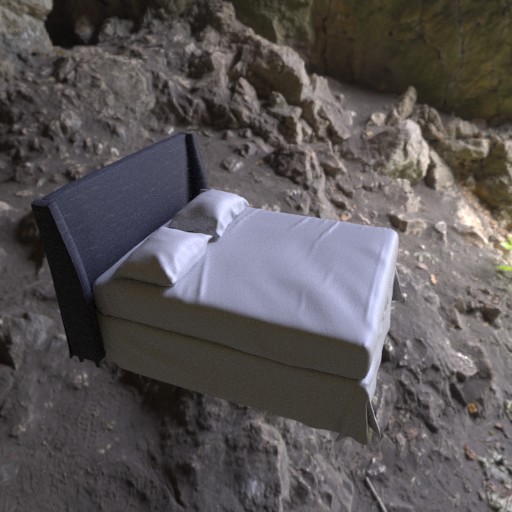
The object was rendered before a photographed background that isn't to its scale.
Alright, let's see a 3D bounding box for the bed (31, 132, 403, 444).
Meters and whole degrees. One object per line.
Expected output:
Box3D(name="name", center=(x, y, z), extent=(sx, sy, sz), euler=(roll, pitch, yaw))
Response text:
Box3D(name="bed", center=(0.000, 0.000, 3.451), extent=(2.276, 1.332, 1.925), euler=(11, 31, 18))
